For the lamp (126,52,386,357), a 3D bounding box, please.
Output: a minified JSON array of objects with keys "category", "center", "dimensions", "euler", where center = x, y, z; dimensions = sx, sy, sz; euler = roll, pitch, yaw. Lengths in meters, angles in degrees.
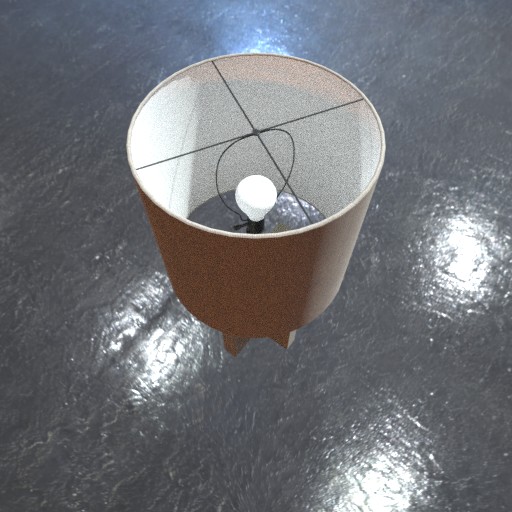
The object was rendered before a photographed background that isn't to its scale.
[{"category":"lamp","center":[0.000,0.000,0.576],"dimensions":[0.229,0.428,0.229],"euler":[32,64,18]}]
